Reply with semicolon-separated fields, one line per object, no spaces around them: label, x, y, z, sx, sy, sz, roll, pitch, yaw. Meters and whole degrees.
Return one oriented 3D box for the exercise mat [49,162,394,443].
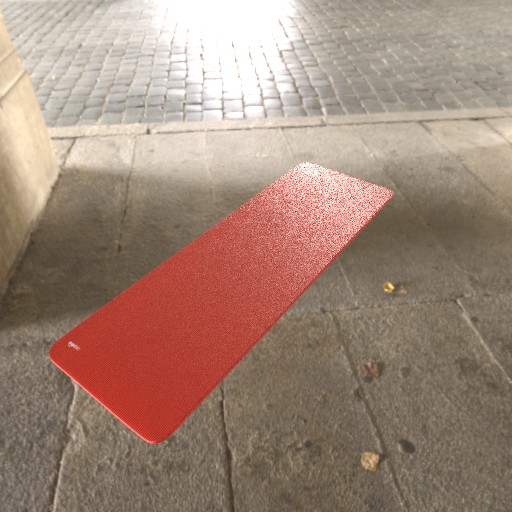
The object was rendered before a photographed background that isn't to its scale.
exercise mat;0.000;0.000;2.093;0.616;0.021;1.869;26;46;27
